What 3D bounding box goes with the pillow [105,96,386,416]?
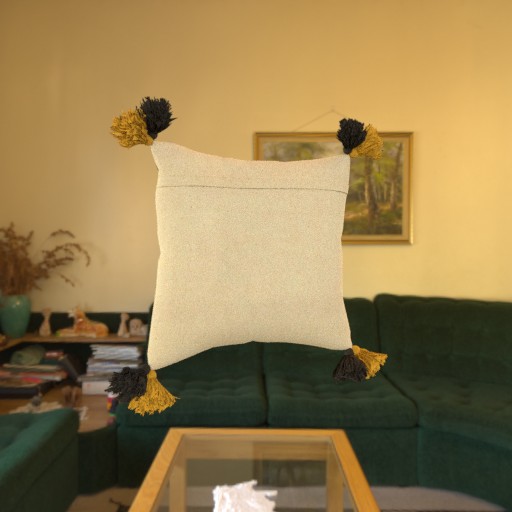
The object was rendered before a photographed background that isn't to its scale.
[{"bbox_3d":[0.000,0.000,1.001,0.654,0.659,0.139,0,1,-17],"label":"pillow"}]
